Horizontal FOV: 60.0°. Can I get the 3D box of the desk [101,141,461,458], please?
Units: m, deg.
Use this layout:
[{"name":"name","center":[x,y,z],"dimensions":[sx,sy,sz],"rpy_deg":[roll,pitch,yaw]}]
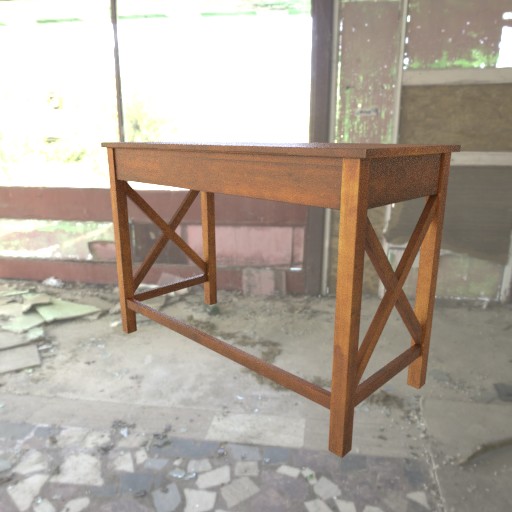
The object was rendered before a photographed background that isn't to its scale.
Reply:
[{"name":"desk","center":[0.000,0.000,1.546],"dimensions":[1.117,0.762,0.508],"rpy_deg":[14,21,42]}]
